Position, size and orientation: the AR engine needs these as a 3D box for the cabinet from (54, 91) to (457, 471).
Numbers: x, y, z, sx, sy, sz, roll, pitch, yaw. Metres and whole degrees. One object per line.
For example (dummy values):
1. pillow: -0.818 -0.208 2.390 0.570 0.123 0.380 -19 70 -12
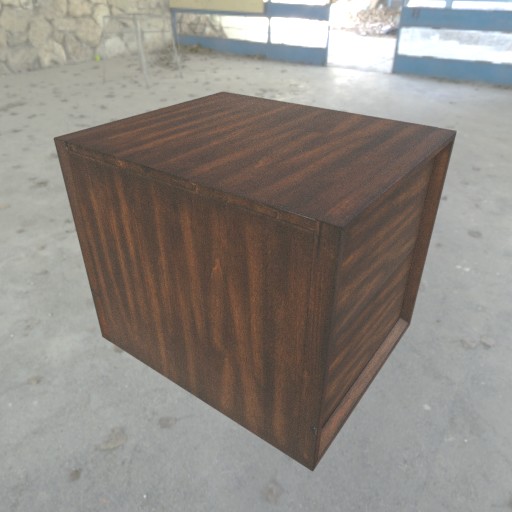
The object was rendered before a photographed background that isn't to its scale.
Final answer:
1. cabinet: 0.000 0.000 0.816 0.500 0.455 0.402 21 38 30
